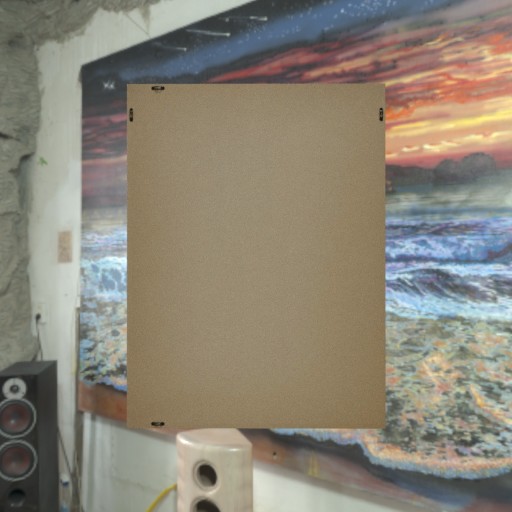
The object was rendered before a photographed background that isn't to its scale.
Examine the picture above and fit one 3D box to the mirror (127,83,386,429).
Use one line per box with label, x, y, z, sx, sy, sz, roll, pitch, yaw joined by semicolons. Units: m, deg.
mirror;0.000;0.000;1.321;0.762;1.016;0.040;0;0;0
